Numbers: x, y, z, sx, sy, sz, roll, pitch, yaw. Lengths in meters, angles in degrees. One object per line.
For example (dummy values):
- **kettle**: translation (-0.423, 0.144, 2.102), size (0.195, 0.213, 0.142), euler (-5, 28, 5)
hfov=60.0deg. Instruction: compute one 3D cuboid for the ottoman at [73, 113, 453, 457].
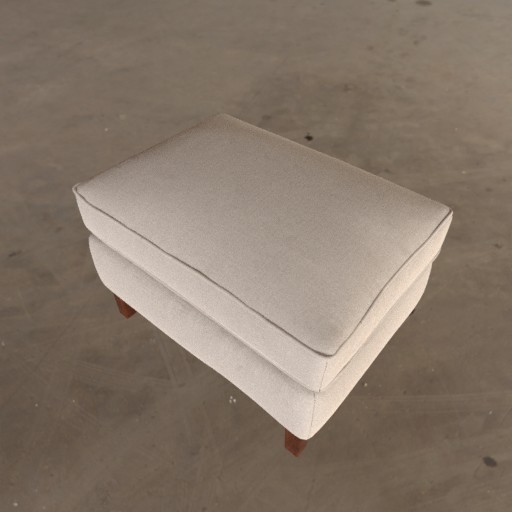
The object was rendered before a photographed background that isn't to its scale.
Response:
- **ottoman**: translation (0.000, 0.000, 1.011), size (0.665, 0.456, 0.501), euler (31, 52, 28)
